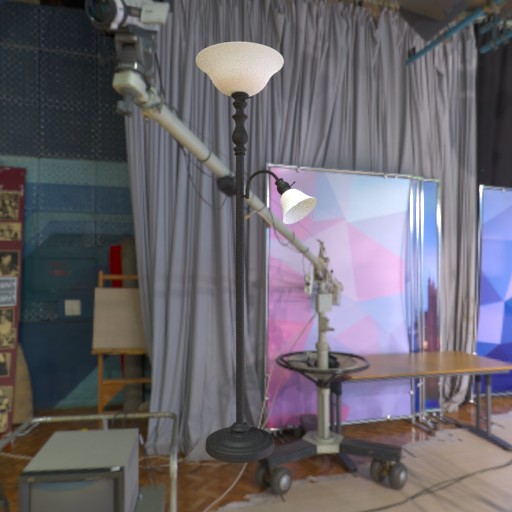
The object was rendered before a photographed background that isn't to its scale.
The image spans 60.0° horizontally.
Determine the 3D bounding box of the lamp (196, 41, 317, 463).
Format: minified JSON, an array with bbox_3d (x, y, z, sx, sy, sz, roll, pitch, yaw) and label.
[{"bbox_3d":[0.000,0.000,2.005,0.588,1.793,0.405,0,0,36],"label":"lamp"}]
